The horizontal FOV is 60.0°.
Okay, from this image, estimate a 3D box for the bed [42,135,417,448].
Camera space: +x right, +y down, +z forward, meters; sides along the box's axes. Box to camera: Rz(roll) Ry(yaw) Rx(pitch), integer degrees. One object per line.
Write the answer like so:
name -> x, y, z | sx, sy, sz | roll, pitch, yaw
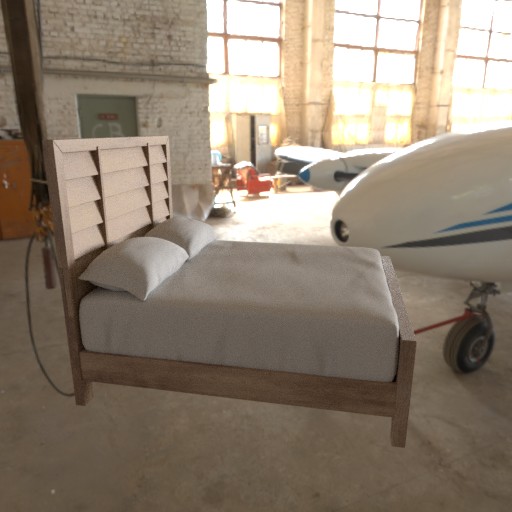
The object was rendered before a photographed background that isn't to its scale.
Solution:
bed -> 0.000, 0.000, 3.161 | 2.017, 1.631, 1.615 | 3, 16, 11
